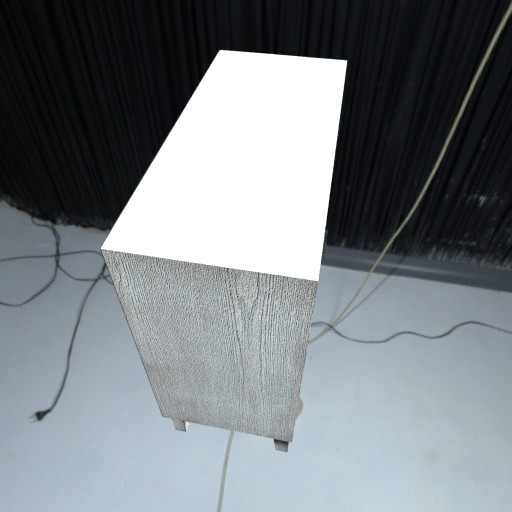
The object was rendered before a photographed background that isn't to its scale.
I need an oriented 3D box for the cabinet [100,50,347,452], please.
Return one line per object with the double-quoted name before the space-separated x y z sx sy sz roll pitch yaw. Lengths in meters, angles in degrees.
"cabinet" 0.000 0.000 1.240 0.370 0.787 0.781 8 48 8
